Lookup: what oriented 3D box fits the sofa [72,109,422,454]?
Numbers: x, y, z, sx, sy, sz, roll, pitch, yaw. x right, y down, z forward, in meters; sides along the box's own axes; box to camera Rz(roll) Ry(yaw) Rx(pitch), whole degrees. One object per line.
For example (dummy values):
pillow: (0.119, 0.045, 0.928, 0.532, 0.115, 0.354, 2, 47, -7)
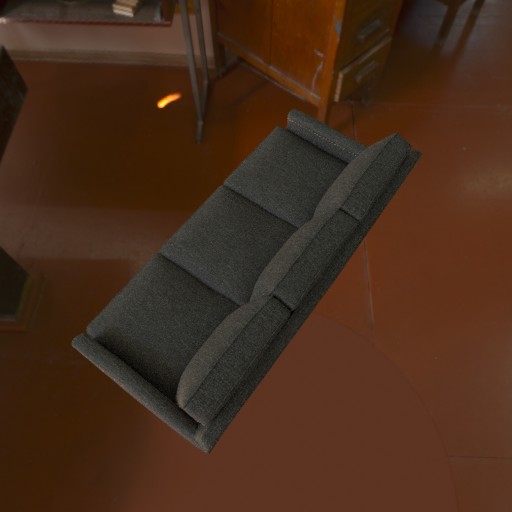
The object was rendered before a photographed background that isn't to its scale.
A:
sofa: (0.000, 0.000, 2.873, 1.084, 1.003, 2.246, 33, 67, 16)
